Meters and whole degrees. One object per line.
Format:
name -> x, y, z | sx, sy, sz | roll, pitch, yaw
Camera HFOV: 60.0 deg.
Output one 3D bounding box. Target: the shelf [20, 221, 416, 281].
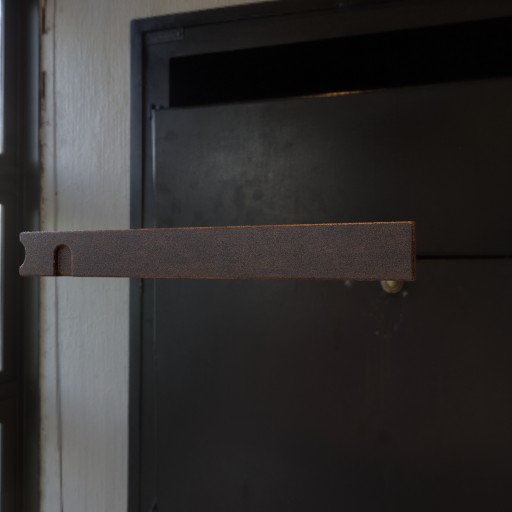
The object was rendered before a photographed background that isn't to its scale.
shelf -> 0.000, 0.000, 0.445 | 0.296, 0.035, 0.296 | 0, -1, 19
